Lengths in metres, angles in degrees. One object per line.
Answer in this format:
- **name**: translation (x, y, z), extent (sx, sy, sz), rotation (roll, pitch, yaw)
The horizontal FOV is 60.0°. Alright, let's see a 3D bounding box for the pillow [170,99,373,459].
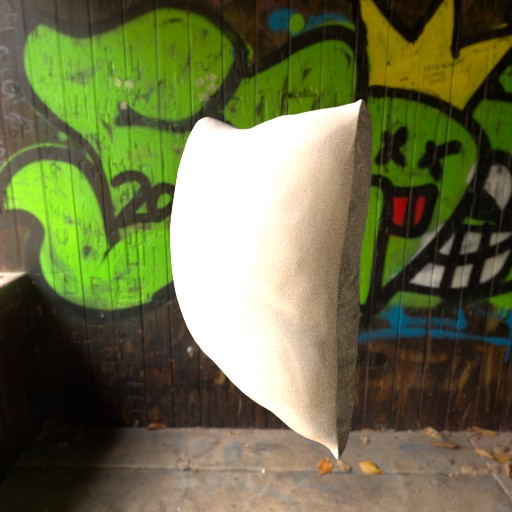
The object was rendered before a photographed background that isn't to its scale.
- **pillow**: translation (0.000, 0.000, 0.713), extent (0.245, 0.448, 0.450), rotation (-7, 16, -26)
